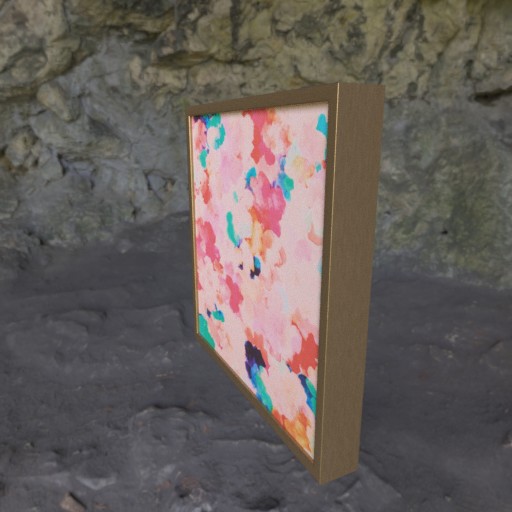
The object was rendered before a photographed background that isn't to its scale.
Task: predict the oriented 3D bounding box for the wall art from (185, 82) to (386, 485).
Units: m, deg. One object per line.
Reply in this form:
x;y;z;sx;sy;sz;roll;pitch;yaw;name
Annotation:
0.000;0.000;0.456;0.038;0.305;0.304;-8;17;-26;wall art
